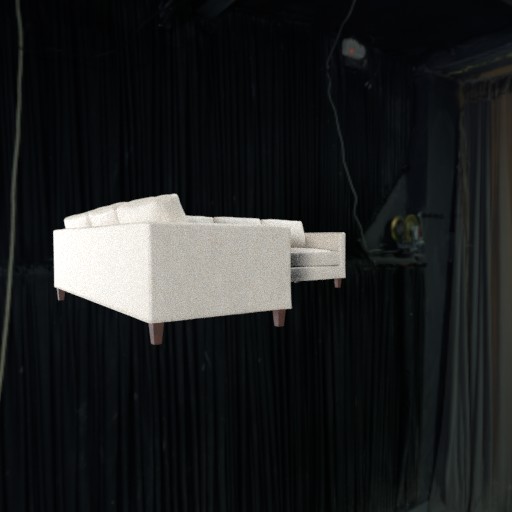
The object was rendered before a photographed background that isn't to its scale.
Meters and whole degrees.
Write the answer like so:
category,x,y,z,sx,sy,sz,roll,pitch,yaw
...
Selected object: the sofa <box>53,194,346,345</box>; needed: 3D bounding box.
category,x,y,z,sx,sy,sz,roll,pitch,yaw
sofa,0.000,0.000,4.304,3.182,0.863,2.432,-1,2,-36
